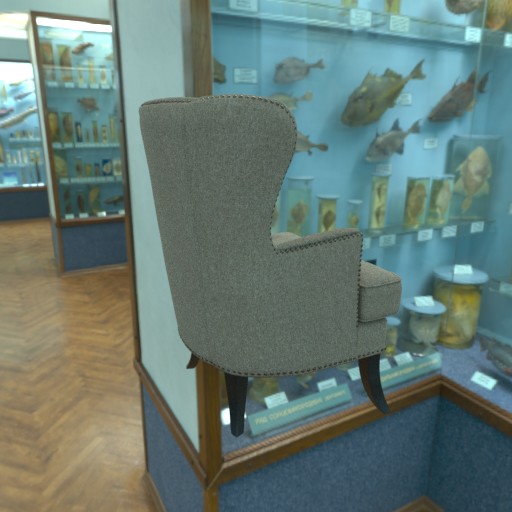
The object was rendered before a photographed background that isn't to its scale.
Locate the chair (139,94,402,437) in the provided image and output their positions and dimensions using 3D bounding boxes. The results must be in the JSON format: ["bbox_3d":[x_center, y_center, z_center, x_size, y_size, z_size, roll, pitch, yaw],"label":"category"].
[{"bbox_3d":[0.000,0.000,1.615,0.758,1.060,0.759,-8,18,-26],"label":"chair"}]
